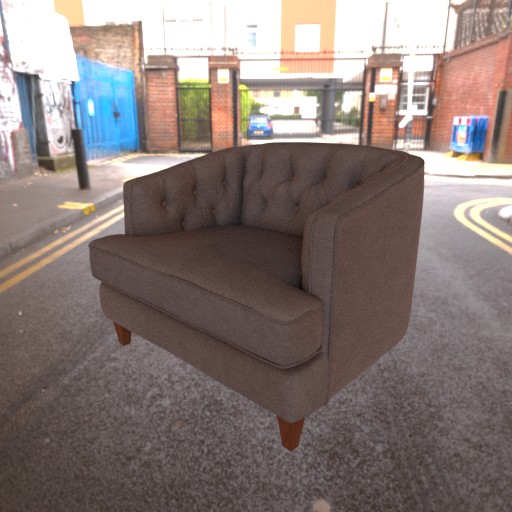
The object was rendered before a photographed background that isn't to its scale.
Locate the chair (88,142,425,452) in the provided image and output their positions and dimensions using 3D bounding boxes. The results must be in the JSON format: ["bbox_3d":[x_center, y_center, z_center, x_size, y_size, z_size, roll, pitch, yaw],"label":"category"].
[{"bbox_3d":[0.000,0.000,1.782,1.104,0.852,0.941,16,23,41],"label":"chair"}]
